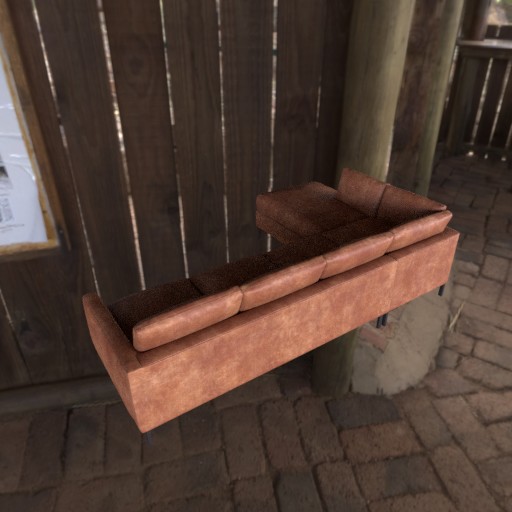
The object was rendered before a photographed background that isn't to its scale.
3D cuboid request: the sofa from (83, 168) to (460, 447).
[{"bbox_3d":[0.000,0.000,3.868,2.984,0.877,1.938,-19,35,-29],"label":"sofa"}]
